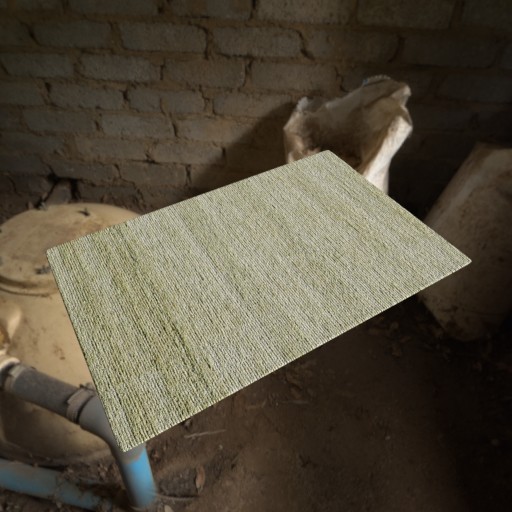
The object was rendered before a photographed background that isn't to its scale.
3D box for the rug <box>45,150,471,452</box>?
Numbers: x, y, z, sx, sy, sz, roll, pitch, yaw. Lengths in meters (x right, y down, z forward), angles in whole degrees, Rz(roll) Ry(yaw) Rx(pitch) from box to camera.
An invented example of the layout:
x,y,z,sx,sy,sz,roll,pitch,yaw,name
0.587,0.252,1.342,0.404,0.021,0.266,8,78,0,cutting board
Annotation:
x,y,z,sx,sy,sz,roll,pitch,yaw,name
0.000,0.000,2.164,1.758,0.010,1.143,-23,50,-21,rug
